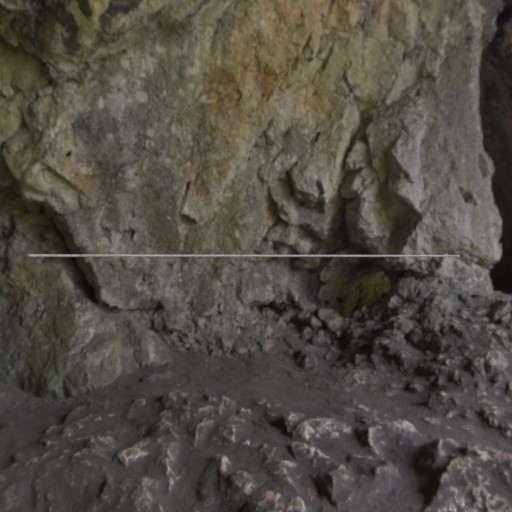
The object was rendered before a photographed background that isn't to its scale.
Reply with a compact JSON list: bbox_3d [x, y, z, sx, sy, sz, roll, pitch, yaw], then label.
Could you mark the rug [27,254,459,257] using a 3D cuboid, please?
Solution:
[{"bbox_3d":[0.000,0.000,2.769,2.452,0.012,0.775,0,0,-18],"label":"rug"}]
